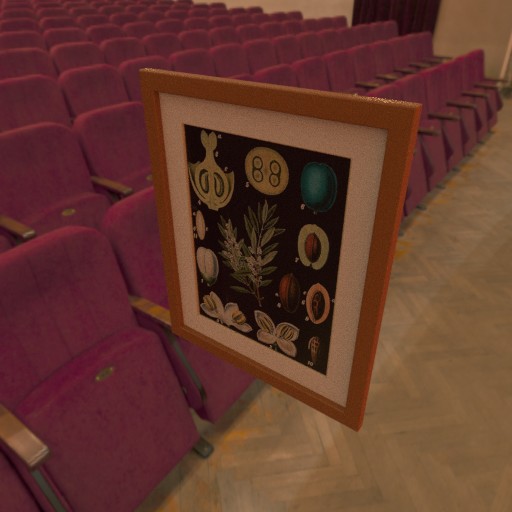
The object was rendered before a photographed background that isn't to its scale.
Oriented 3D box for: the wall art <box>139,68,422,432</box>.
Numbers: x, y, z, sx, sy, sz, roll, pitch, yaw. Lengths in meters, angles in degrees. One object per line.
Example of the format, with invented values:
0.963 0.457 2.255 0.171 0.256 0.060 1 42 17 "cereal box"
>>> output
0.000 0.000 0.515 0.310 0.379 0.015 20 37 30 "wall art"
